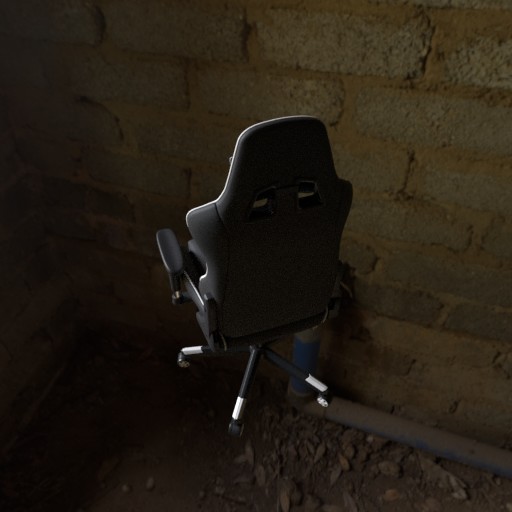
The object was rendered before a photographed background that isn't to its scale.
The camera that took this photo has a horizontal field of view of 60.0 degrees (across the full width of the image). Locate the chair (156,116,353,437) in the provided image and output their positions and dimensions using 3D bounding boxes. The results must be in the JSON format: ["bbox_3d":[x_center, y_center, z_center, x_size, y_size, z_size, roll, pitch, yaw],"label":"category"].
[{"bbox_3d":[0.000,0.000,1.635,0.700,1.240,0.700,-13,43,-15],"label":"chair"}]
